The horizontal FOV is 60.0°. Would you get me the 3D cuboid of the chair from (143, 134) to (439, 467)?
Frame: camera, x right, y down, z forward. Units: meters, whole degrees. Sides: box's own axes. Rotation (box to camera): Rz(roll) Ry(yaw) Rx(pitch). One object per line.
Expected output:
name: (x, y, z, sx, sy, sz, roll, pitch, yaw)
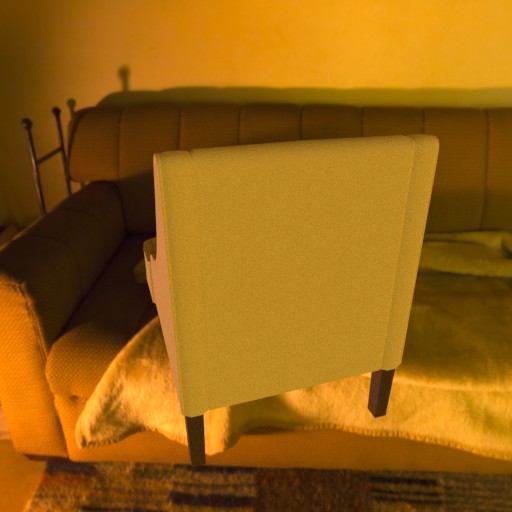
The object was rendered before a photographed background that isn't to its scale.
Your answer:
chair: (0.000, 0.000, 1.479, 0.689, 0.886, 0.806, -8, 27, -16)
